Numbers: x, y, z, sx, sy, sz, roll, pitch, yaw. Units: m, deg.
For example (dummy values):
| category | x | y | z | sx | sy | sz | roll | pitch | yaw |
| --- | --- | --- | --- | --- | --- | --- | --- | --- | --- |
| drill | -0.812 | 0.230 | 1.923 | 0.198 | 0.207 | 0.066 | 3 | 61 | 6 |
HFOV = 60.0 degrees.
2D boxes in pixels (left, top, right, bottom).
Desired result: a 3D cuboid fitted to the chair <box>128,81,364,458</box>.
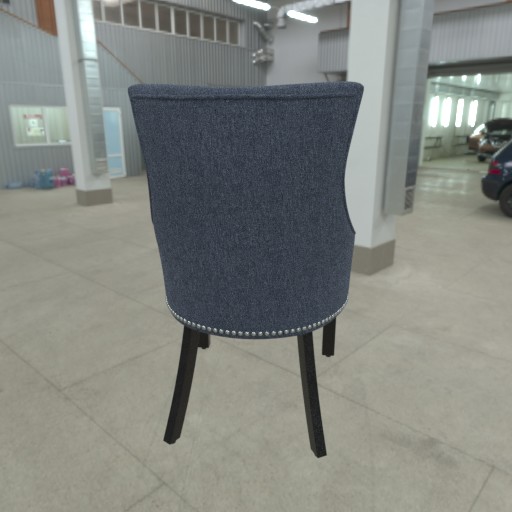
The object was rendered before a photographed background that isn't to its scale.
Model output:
| category | x | y | z | sx | sy | sz | roll | pitch | yaw |
| --- | --- | --- | --- | --- | --- | --- | --- | --- | --- |
| chair | 0.000 | 0.000 | 1.296 | 0.566 | 0.909 | 0.629 | 2 | 17 | 7 |
